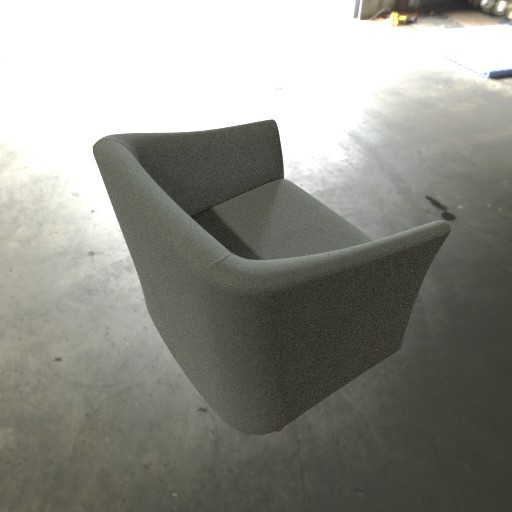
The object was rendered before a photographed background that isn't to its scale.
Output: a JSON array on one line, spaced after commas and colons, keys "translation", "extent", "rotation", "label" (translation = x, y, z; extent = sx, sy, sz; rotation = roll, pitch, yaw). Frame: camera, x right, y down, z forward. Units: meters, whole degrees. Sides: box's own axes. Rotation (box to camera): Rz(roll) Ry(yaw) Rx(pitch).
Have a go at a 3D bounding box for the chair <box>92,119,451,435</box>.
[{"translation": [0.000, 0.000, 1.370], "extent": [0.700, 0.720, 0.790], "rotation": [-25, 47, -25], "label": "chair"}]
